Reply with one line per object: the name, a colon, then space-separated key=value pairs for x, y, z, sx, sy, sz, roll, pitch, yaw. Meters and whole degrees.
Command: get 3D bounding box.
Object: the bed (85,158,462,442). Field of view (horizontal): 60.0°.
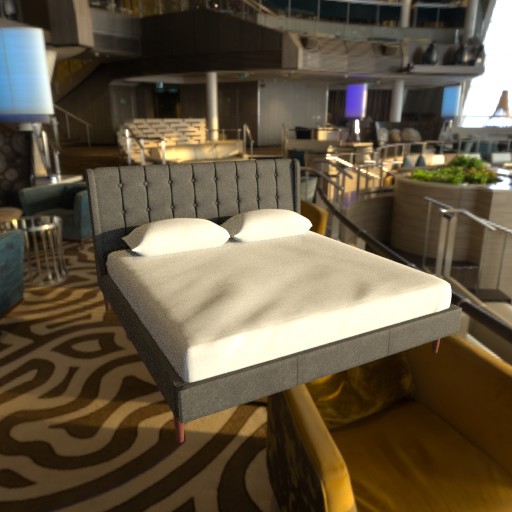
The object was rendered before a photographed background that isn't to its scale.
bed: x=0.000 y=0.000 z=2.549 sx=1.531 sy=0.933 sz=1.638 roll=-9 pitch=19 yaw=-27
